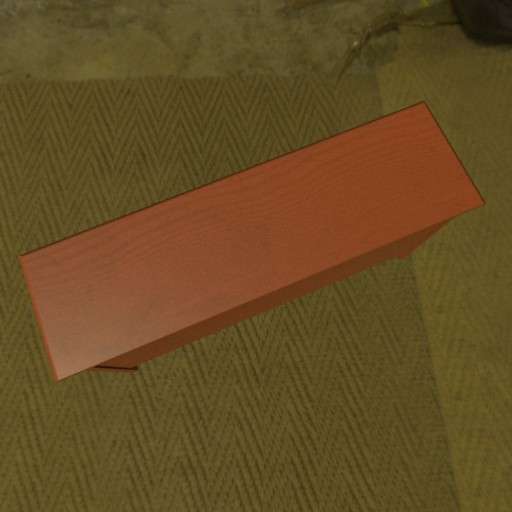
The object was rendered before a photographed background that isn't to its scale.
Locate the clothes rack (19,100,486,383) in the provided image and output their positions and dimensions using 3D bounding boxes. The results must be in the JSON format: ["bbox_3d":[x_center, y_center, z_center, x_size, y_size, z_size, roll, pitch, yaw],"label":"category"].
[{"bbox_3d":[0.000,0.000,1.498,1.251,0.594,0.362,-22,76,-6],"label":"clothes rack"}]
